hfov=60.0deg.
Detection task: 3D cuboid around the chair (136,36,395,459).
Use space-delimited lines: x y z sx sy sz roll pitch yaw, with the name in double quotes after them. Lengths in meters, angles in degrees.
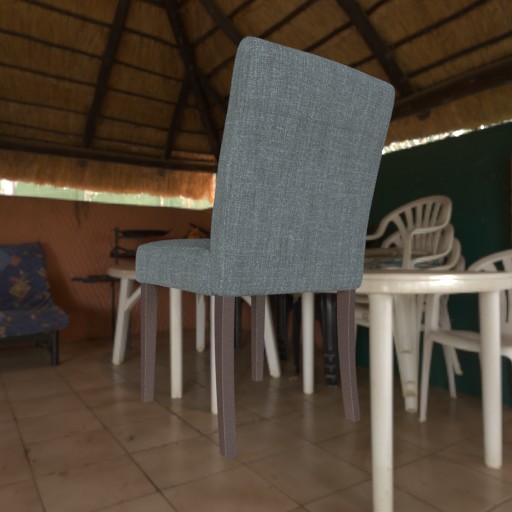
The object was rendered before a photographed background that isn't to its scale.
0.000 0.000 1.230 0.487 0.884 0.629 0 -1 -35 "chair"
